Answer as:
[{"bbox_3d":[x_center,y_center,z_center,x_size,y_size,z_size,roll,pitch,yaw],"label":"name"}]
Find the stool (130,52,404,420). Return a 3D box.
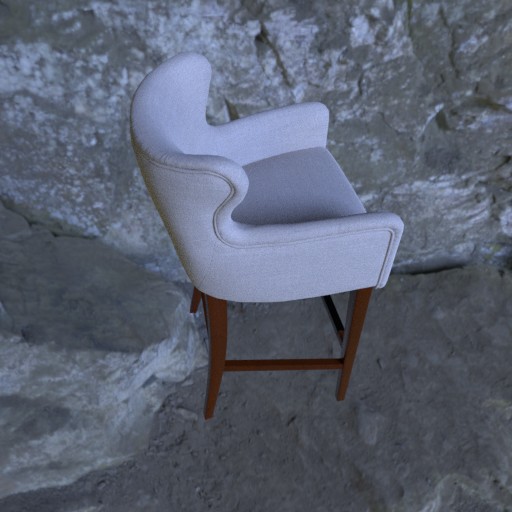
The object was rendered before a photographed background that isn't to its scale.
[{"bbox_3d":[0.000,0.000,1.332,0.563,1.034,0.556,-9,47,-8],"label":"stool"}]
